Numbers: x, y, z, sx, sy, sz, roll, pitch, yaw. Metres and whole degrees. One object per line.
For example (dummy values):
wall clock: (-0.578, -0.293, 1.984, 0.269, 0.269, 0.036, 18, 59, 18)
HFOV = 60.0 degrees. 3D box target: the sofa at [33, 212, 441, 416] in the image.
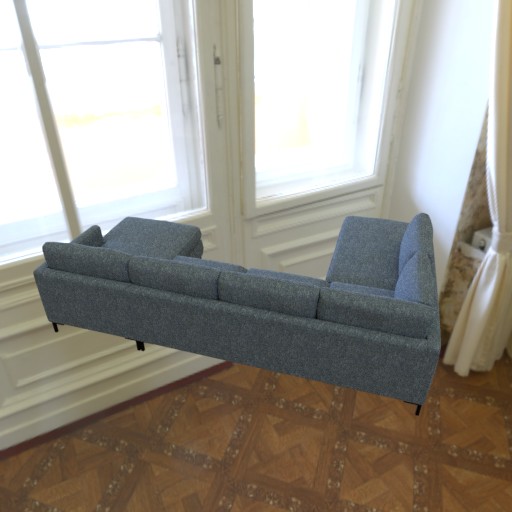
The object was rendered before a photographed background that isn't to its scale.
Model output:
sofa: (0.000, 0.000, 3.594, 2.737, 0.756, 1.879, 9, 33, 14)
